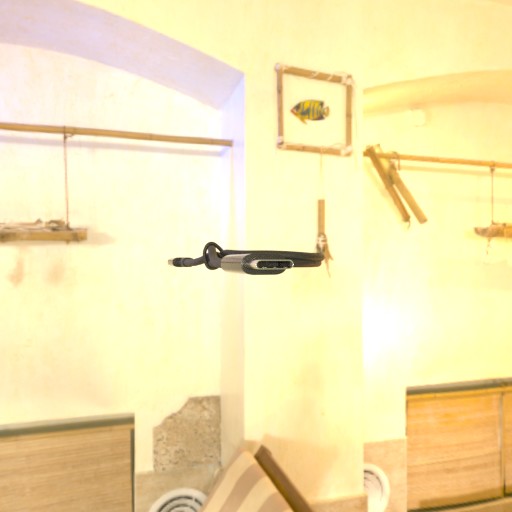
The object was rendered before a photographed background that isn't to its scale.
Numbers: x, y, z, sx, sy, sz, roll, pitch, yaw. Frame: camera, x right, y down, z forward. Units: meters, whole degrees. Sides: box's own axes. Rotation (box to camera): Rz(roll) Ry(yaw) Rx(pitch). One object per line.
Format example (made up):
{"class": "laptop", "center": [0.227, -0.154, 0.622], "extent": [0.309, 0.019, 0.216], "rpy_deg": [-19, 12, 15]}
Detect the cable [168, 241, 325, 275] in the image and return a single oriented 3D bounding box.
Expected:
{"class": "cable", "center": [0.000, 0.000, 0.228], "extent": [0.070, 0.014, 0.203], "rpy_deg": [0, -1, -18]}
